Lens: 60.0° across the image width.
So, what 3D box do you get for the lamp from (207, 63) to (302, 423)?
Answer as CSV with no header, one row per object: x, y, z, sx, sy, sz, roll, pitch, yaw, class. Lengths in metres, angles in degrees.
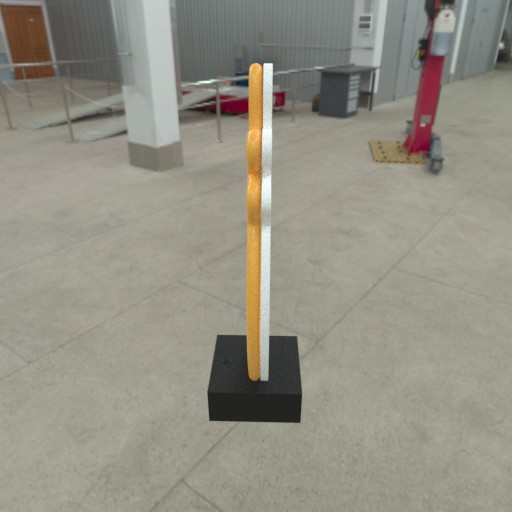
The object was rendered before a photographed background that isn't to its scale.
0.000,0.000,0.396,0.088,0.317,0.167,1,27,1,lamp
